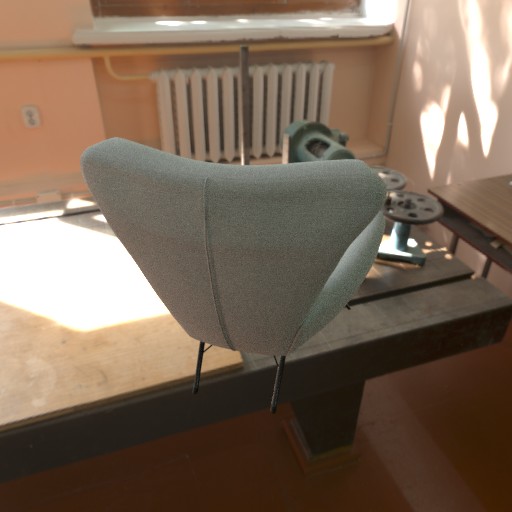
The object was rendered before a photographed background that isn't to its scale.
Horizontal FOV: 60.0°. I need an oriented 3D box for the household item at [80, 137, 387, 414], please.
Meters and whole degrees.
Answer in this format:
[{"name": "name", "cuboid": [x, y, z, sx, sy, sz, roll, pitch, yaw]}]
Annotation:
[{"name": "household item", "cuboid": [0.000, 0.000, 1.786, 0.980, 1.050, 0.900, 8, 33, 13]}]
